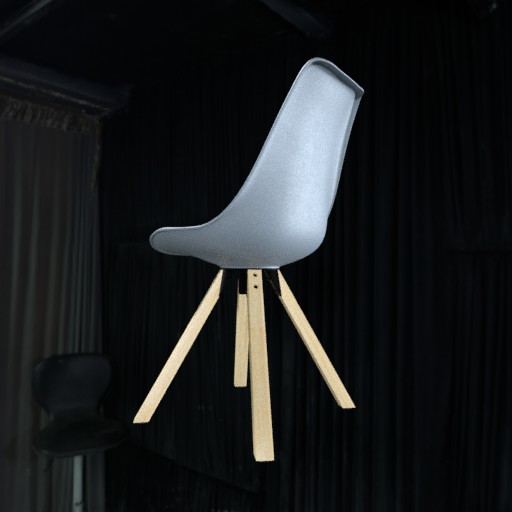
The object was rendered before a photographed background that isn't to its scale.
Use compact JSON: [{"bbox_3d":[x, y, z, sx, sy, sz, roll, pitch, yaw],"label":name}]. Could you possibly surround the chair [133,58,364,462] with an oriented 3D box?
[{"bbox_3d":[0.000,0.000,1.187,0.549,0.850,0.485,-1,-2,36],"label":"chair"}]
